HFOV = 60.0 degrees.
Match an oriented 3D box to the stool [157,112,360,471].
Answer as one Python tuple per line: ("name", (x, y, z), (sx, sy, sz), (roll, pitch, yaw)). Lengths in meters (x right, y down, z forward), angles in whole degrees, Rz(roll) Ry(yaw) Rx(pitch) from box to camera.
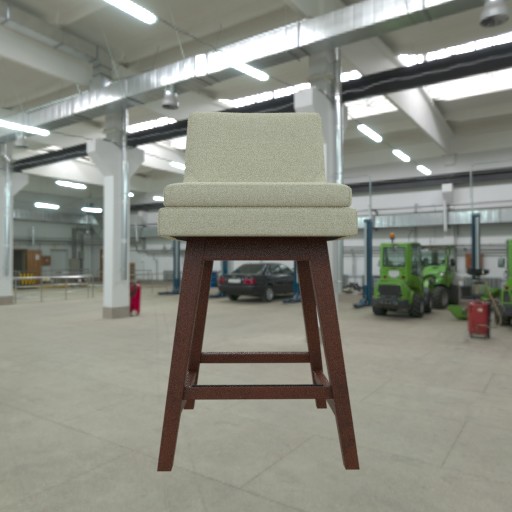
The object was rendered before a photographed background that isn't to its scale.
("stool", (0.000, 0.000, 1.279), (0.469, 0.991, 0.559), (0, 0, -1))
